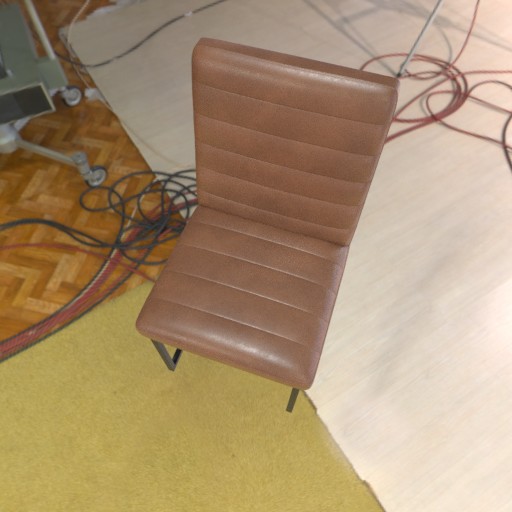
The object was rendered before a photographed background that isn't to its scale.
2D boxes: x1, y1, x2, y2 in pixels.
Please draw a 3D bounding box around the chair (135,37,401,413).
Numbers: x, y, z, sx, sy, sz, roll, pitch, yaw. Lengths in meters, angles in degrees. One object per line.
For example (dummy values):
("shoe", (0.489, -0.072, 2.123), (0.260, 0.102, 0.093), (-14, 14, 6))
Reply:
("chair", (0.000, 0.000, 1.308), (0.520, 0.930, 0.634), (16, 61, 9))
